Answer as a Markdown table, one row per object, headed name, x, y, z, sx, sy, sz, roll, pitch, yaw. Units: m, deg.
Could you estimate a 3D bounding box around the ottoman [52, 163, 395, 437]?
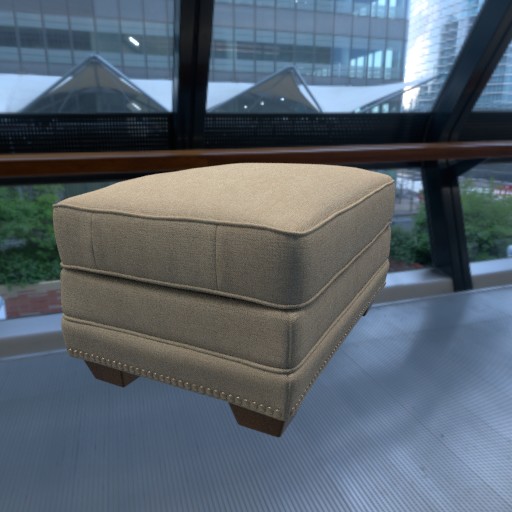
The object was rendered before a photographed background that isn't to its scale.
| name | x | y | z | sx | sy | sz | roll | pitch | yaw |
| --- | --- | --- | --- | --- | --- | --- | --- | --- | --- |
| ottoman | 0.000 | 0.000 | 1.139 | 0.559 | 0.458 | 0.813 | 7 | 17 | 26 |
